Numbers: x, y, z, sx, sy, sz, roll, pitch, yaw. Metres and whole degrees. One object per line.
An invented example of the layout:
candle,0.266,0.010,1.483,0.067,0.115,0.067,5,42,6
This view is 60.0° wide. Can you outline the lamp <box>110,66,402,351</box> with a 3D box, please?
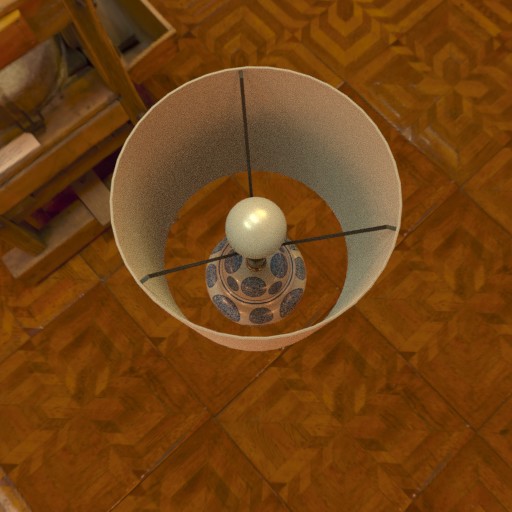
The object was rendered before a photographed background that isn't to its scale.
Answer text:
lamp,0.000,0.000,0.511,0.215,0.381,0.215,-39,79,-9
